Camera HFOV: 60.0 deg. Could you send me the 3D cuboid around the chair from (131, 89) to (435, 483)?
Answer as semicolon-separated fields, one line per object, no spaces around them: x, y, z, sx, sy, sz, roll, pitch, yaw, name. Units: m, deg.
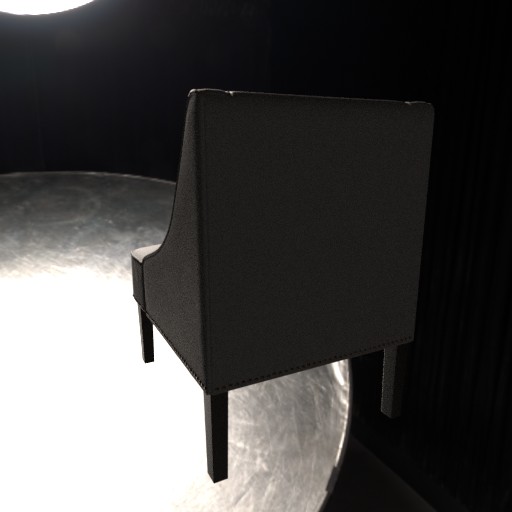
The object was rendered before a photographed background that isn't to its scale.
0.000;0.000;1.362;0.631;0.867;0.747;-7;16;-27;chair
